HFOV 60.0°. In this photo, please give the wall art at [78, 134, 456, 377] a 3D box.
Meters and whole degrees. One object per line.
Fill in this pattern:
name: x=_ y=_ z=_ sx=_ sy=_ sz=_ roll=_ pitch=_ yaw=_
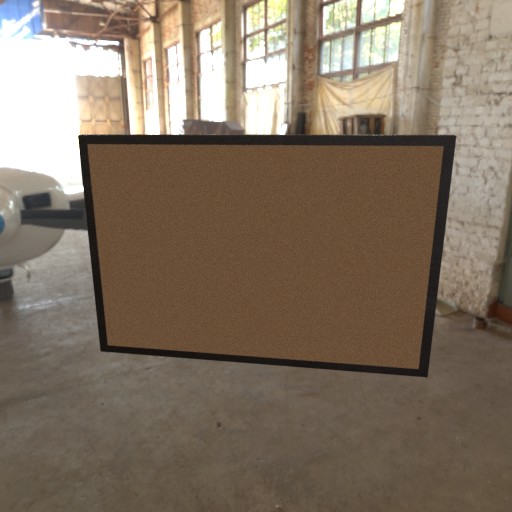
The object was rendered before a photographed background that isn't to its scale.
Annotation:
wall art: x=0.000 y=0.000 z=1.157 sx=0.912 sy=0.612 sz=0.038 roll=2 pitch=16 yaw=9
